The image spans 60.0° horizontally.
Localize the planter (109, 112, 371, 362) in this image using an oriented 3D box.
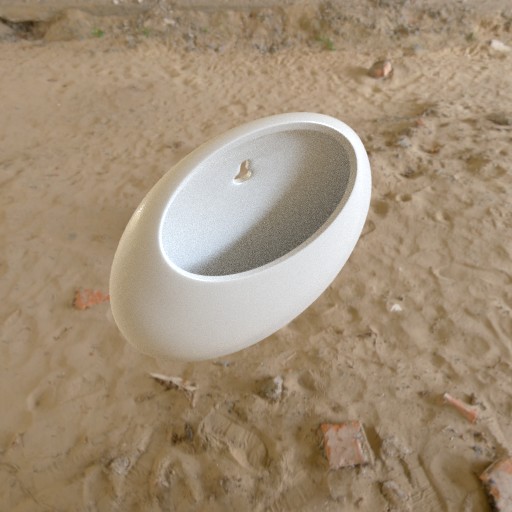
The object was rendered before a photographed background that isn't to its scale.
[{"bbox_3d":[0.000,0.000,0.280,0.185,0.188,0.043,-25,51,-21],"label":"planter"}]
